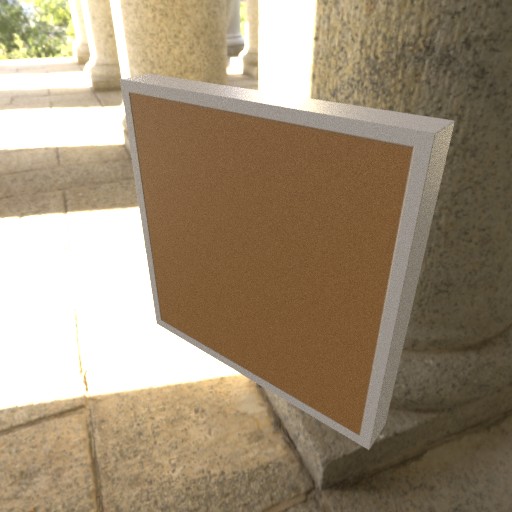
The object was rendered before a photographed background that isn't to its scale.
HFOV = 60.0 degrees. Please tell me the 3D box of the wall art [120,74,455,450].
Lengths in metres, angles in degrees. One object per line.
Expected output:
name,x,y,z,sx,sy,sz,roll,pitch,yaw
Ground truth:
wall art,0.000,0.000,0.440,0.305,0.305,0.038,22,37,32
